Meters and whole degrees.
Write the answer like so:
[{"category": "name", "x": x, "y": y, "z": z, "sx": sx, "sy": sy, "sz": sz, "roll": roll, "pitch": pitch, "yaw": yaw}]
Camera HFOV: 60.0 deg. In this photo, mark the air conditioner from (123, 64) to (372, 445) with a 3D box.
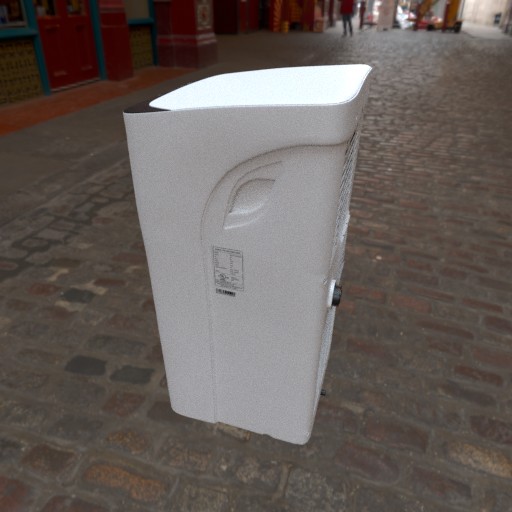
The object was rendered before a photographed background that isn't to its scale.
[{"category": "air conditioner", "x": 0.000, "y": 0.000, "z": 0.909, "sx": 0.369, "sy": 0.716, "sz": 0.352, "roll": 9, "pitch": 32, "yaw": 15}]
